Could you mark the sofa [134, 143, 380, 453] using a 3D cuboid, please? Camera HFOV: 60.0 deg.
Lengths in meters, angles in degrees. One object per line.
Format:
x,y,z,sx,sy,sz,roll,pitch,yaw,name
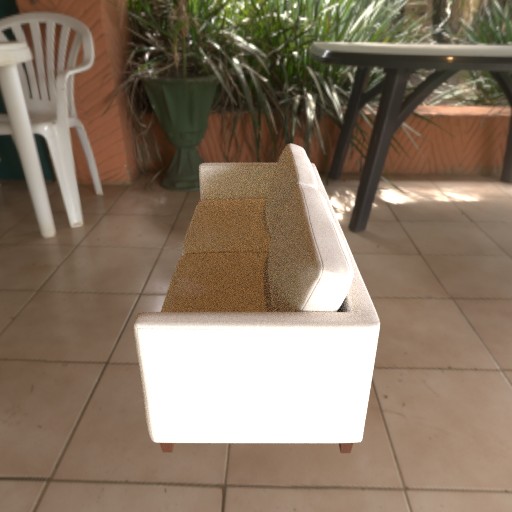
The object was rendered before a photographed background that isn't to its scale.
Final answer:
0.000,0.000,2.631,0.924,0.933,2.139,0,27,0,sofa
